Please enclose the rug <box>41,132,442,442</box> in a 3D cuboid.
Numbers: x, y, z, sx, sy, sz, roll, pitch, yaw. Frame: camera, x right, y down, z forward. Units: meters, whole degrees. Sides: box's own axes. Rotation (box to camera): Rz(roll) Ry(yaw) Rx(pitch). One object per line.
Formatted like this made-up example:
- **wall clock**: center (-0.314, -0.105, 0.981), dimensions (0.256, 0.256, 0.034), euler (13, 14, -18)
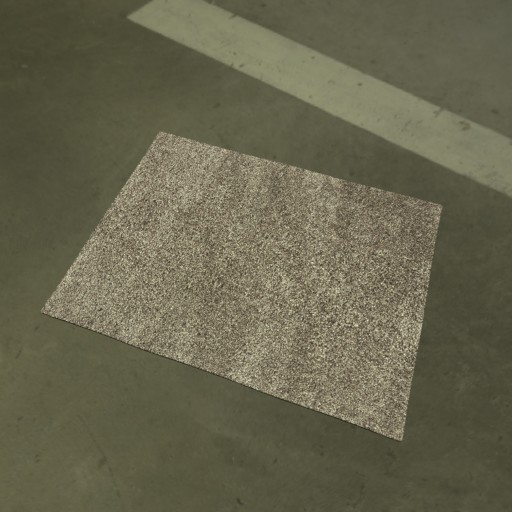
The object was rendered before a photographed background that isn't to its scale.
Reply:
- **rug**: center (0.000, 0.000, 2.121), dimensions (1.601, 0.025, 1.198), euler (17, 60, 10)
